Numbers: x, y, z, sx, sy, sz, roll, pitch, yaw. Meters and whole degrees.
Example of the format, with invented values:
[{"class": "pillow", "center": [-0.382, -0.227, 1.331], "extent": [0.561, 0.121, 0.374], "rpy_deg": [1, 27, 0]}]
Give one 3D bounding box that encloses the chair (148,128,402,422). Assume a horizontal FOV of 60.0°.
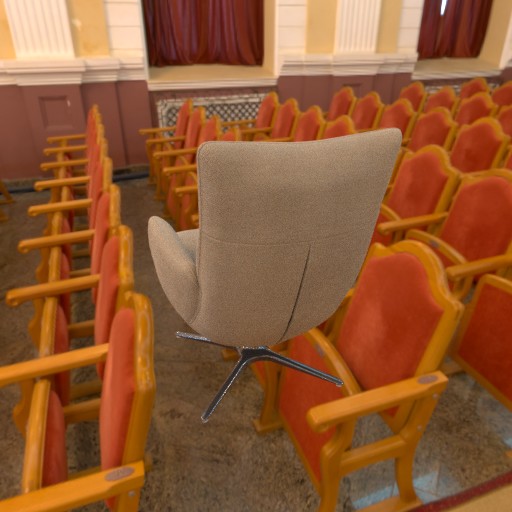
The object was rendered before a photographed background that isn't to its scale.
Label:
[{"class": "chair", "center": [0.000, 0.000, 1.609], "extent": [0.711, 1.016, 0.889], "rpy_deg": [-9, 28, -17]}]
